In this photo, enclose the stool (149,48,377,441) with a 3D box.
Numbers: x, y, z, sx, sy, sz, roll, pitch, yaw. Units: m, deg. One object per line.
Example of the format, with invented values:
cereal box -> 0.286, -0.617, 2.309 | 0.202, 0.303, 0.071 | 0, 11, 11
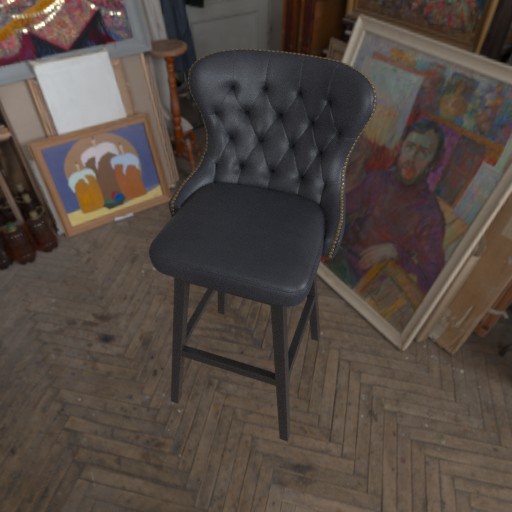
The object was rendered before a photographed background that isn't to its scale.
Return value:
stool -> 0.000, 0.000, 1.391 | 0.528, 1.050, 0.601 | 14, 45, 14
